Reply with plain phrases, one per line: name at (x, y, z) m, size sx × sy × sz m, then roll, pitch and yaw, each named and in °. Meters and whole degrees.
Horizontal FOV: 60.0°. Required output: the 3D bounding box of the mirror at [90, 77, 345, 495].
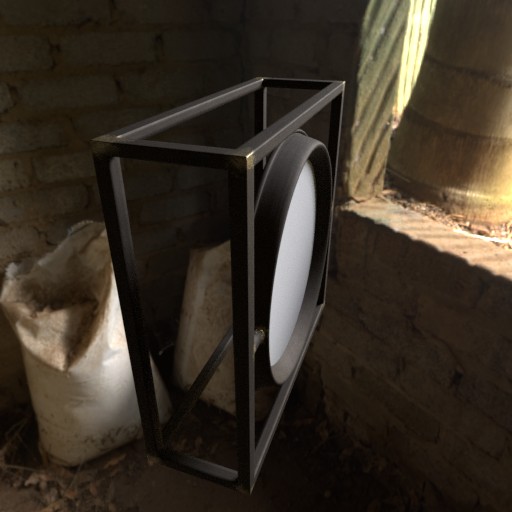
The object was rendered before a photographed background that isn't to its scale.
mirror at (0.000, 0.000, 0.456) m, size 0.107 × 0.303 × 0.306 m, roll 10°, pitch 31°, yaw 17°
